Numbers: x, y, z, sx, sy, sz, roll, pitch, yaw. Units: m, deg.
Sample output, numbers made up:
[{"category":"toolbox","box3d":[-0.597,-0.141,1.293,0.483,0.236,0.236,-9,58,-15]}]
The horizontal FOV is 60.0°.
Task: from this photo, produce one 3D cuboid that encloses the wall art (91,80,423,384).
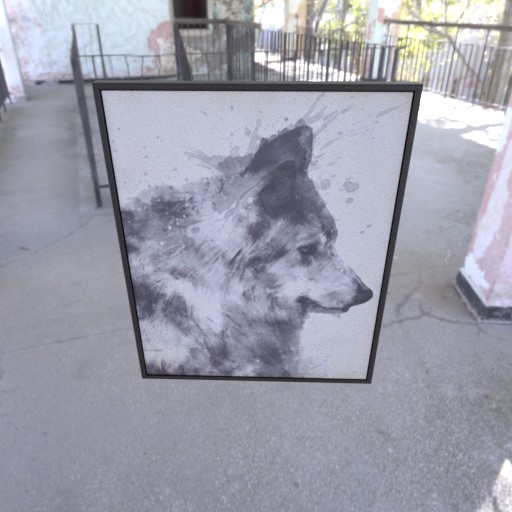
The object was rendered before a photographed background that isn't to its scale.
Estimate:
[{"category":"wall art","box3d":[0.000,0.000,0.747,0.451,0.551,0.028,1,29,2]}]
